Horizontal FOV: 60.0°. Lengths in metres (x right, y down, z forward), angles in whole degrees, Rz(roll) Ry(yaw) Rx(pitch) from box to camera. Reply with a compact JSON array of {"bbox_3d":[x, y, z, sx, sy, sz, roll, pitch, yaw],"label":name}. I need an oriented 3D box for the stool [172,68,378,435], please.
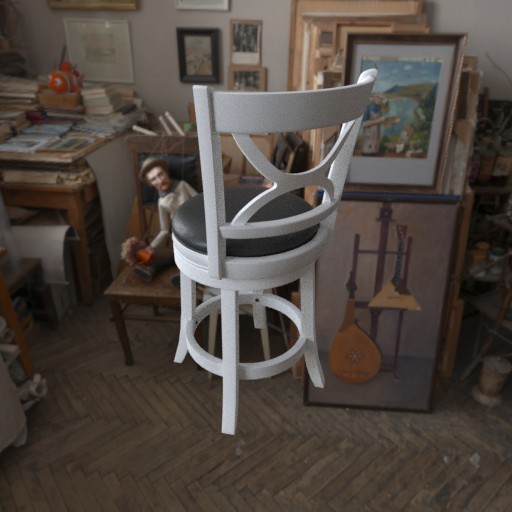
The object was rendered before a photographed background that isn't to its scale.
[{"bbox_3d":[0.000,0.000,1.215,0.444,0.953,0.508,-18,34,-28],"label":"stool"}]
